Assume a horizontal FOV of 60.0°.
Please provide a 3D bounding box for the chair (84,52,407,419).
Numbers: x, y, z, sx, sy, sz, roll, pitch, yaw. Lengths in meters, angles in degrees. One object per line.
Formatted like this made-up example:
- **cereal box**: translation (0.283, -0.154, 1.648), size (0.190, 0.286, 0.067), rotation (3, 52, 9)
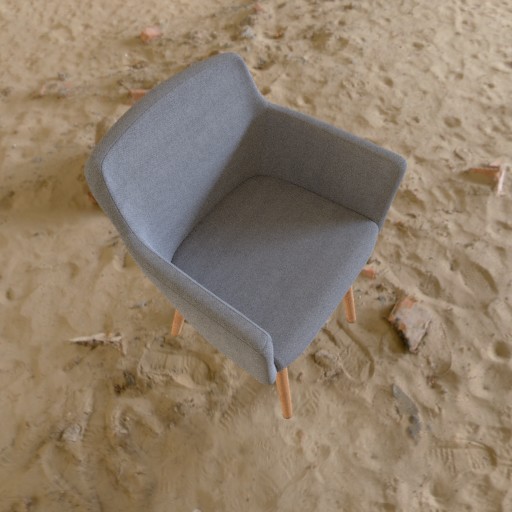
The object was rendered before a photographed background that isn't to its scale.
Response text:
- **chair**: translation (0.000, 0.000, 1.140), size (0.540, 0.780, 0.570), rotation (31, 63, 18)
